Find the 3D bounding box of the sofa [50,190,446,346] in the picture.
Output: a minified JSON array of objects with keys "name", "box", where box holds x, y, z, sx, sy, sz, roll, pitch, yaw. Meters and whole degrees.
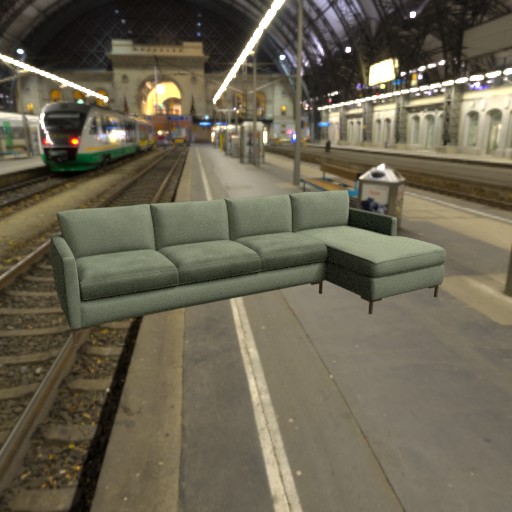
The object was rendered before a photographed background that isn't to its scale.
[{"name":"sofa","box":[0.000,0.000,3.316,2.725,0.756,1.255,-8,17,-28]}]
